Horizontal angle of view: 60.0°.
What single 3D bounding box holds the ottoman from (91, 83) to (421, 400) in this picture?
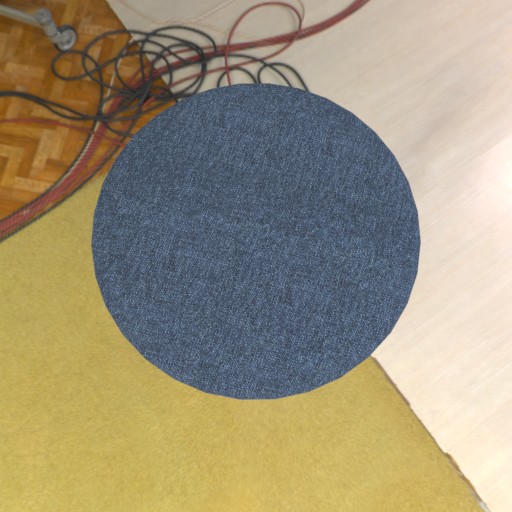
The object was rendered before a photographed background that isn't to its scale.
[{"bbox_3d":[0.000,0.000,0.849,0.500,0.419,0.500,0,77,0],"label":"ottoman"}]
